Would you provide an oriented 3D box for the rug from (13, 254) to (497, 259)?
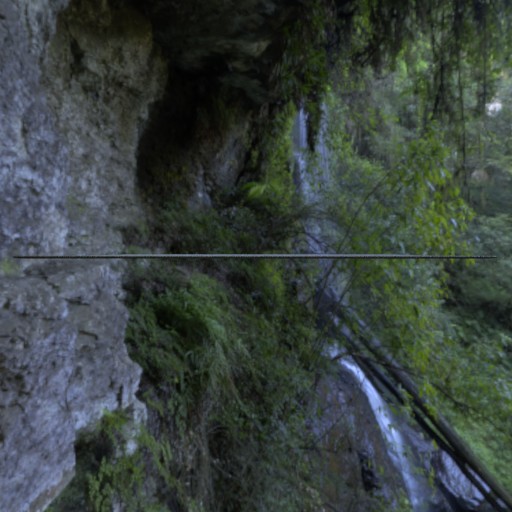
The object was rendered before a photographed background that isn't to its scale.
[{"bbox_3d":[0.000,0.000,4.980,3.935,0.025,2.782,0,0,1],"label":"rug"}]
